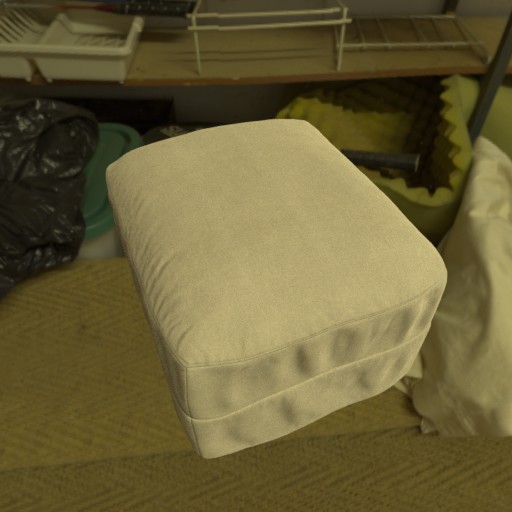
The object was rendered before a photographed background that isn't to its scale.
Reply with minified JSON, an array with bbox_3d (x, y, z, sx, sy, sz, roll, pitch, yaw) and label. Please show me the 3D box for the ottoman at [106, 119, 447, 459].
[{"bbox_3d":[0.000,0.000,1.076,0.584,0.480,0.712,-17,48,-16],"label":"ottoman"}]
